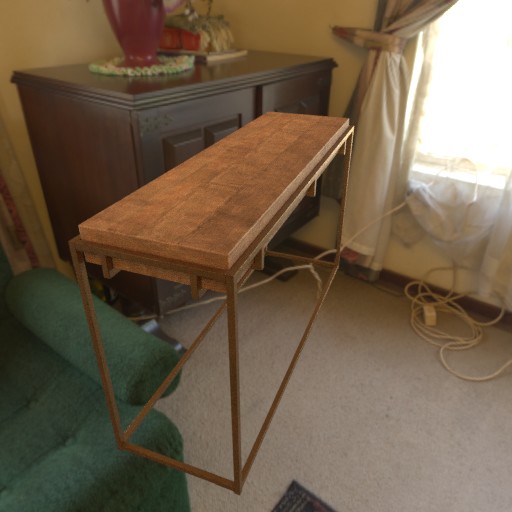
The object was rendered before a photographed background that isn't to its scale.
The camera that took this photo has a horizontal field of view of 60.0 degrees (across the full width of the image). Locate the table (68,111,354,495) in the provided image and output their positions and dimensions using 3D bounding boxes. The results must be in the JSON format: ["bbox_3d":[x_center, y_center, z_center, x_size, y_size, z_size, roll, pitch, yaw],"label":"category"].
[{"bbox_3d":[0.000,0.000,1.762,0.440,0.820,1.400,11,32,18],"label":"table"}]
